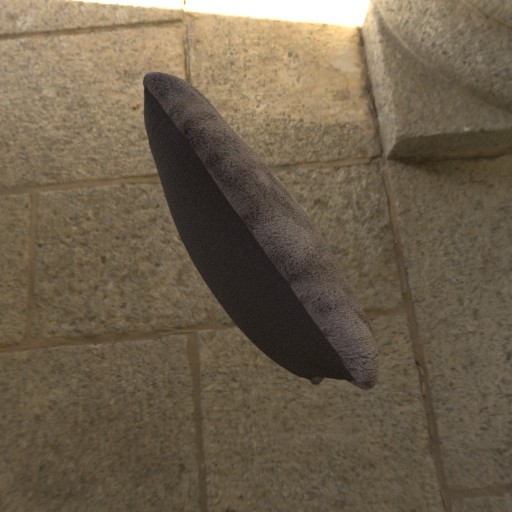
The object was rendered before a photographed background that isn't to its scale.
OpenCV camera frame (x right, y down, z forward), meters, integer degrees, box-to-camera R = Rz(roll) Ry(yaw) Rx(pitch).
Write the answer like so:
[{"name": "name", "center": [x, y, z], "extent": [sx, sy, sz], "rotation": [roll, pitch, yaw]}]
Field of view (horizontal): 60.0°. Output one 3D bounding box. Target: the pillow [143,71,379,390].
[{"name": "pillow", "center": [0.000, 0.000, 0.800], "extent": [0.204, 0.520, 0.522], "rotation": [-34, 77, -9]}]
